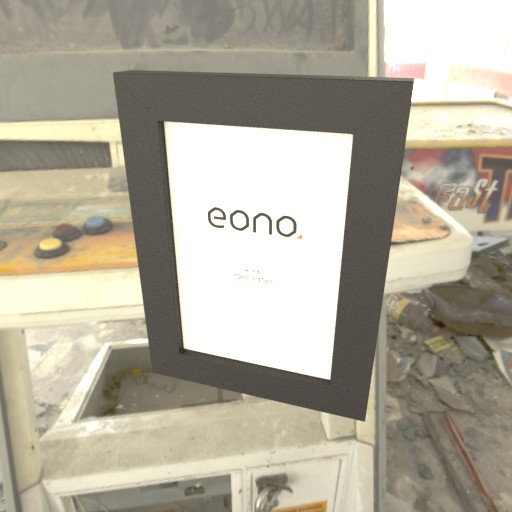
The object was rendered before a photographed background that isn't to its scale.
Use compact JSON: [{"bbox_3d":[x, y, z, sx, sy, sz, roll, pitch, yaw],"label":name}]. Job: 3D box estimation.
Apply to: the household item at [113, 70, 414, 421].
[{"bbox_3d":[0.000,0.000,0.234,0.133,0.178,0.022,8,27,16],"label":"household item"}]
